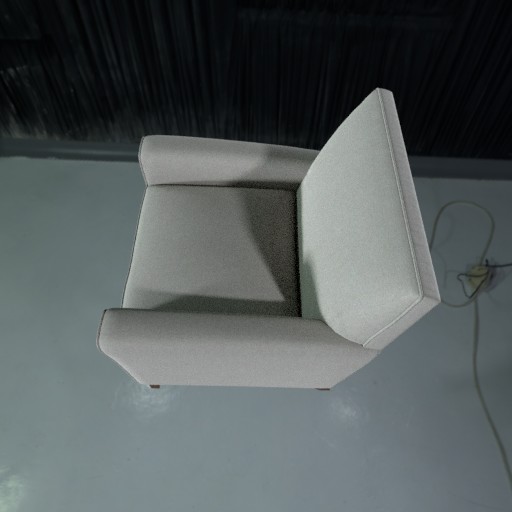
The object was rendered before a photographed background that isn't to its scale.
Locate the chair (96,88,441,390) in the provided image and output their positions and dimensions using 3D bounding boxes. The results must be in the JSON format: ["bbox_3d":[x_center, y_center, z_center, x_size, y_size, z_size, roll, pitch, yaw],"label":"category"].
[{"bbox_3d":[0.000,0.000,1.572,0.871,0.846,0.840,1,57,1],"label":"chair"}]
